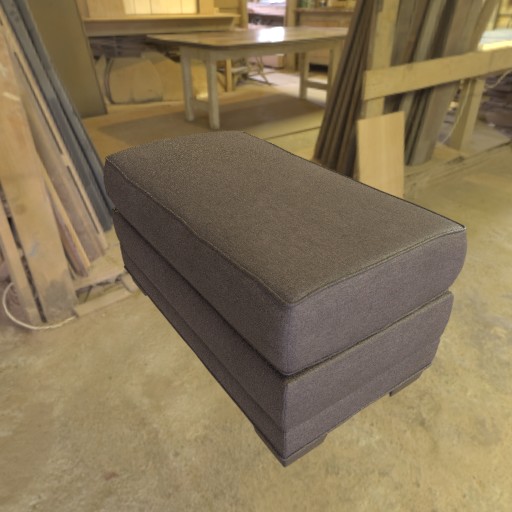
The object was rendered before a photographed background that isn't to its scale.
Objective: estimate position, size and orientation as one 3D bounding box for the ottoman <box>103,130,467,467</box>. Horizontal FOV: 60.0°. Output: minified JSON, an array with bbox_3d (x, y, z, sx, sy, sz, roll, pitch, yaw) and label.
[{"bbox_3d":[0.000,0.000,1.146,0.490,0.448,0.864,-20,36,-29],"label":"ottoman"}]
